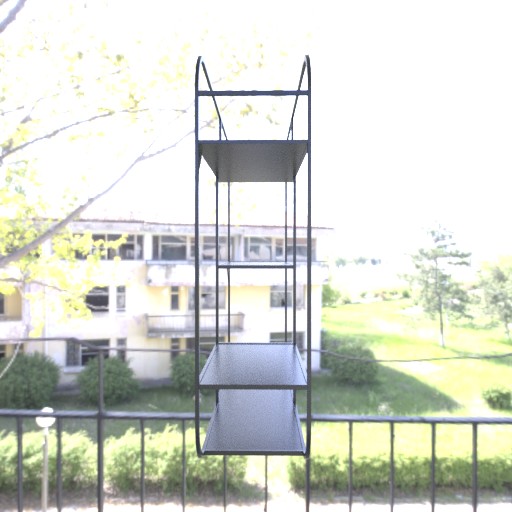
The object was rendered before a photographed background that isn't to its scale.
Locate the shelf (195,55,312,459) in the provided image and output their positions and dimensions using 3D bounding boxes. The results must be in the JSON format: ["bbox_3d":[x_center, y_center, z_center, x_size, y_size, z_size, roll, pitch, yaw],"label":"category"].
[{"bbox_3d":[0.000,0.000,0.908,0.160,0.600,0.600,0,1,1],"label":"shelf"}]
